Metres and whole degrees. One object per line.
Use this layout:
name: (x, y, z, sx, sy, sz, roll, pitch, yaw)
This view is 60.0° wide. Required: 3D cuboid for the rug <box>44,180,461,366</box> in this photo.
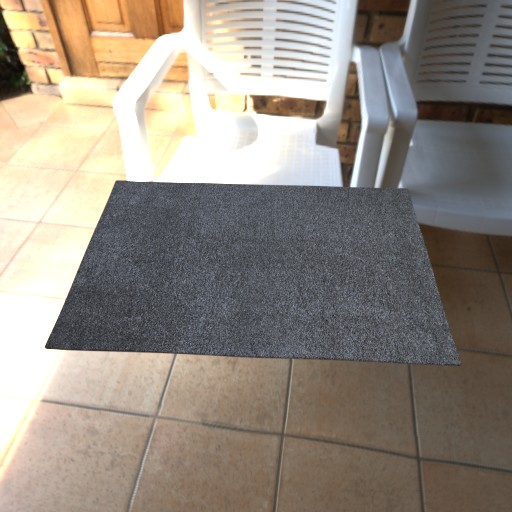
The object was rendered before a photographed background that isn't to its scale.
rug: (0.000, 0.000, 3.481, 2.699, 0.026, 1.802, 2, 47, 2)
